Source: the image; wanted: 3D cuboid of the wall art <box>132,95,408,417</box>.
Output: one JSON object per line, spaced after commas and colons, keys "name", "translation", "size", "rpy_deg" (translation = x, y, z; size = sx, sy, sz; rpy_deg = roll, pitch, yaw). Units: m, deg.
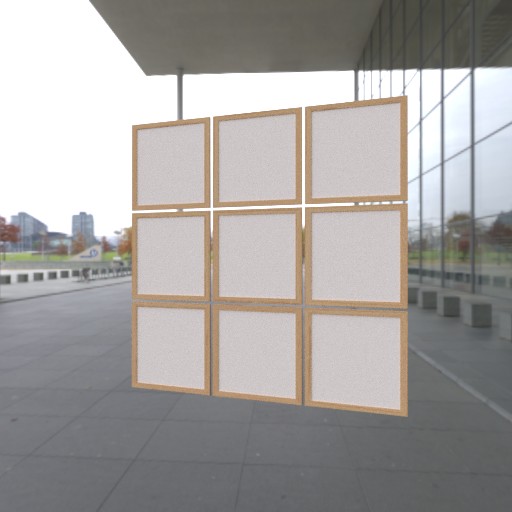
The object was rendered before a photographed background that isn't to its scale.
{"name": "wall art", "translation": [0.000, 0.000, 2.343], "size": [1.517, 1.523, 0.013], "rpy_deg": [0, 0, 18]}
